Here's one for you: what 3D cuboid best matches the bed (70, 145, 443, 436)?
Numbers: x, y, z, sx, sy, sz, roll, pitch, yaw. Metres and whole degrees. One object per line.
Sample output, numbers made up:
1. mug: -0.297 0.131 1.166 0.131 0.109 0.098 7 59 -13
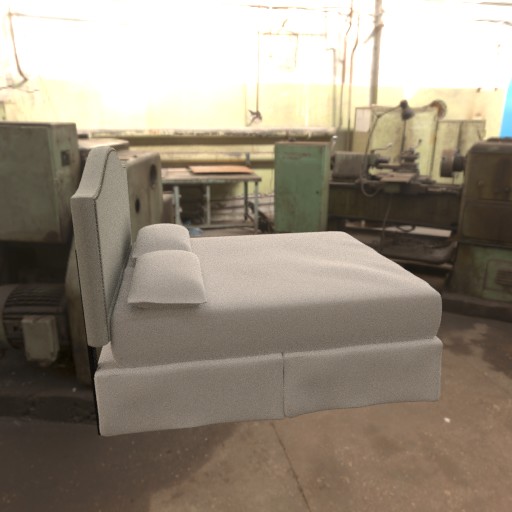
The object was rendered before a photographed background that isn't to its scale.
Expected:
1. bed: 0.000 0.000 3.295 2.180 1.607 1.813 -3 17 -10
